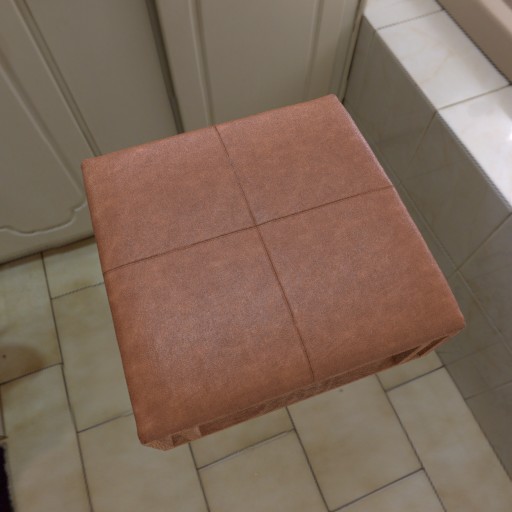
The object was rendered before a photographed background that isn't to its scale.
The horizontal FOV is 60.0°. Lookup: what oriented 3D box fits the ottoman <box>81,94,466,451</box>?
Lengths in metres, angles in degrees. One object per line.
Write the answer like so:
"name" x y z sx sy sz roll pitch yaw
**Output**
"ottoman" 0.000 0.000 1.614 1.016 0.442 1.013 -17 65 -8
